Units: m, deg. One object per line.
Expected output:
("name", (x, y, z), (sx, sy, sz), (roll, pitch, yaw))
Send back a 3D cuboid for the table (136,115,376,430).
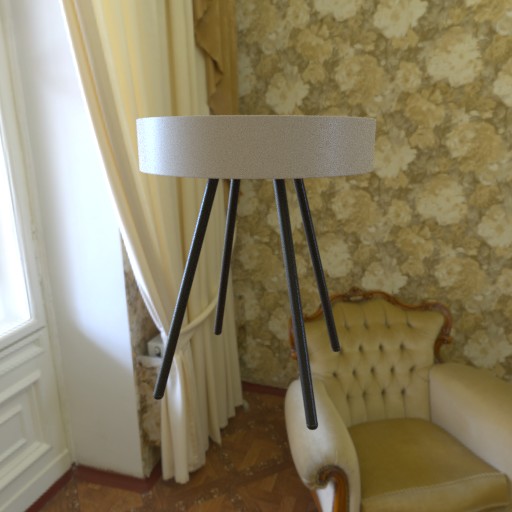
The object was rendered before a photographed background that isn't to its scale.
("table", (0.000, 0.000, 0.895), (0.450, 0.525, 0.450), (0, 15, 0))
